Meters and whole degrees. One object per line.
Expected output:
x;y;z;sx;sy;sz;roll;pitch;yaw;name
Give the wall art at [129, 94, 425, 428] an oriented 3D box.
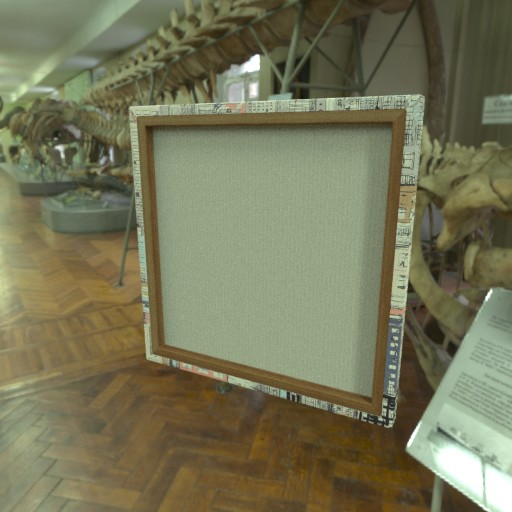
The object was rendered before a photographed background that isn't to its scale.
0.000;0.000;1.158;0.761;0.762;0.048;8;17;26;wall art
